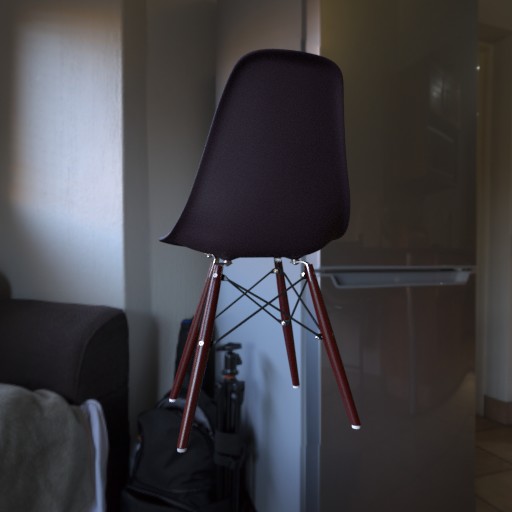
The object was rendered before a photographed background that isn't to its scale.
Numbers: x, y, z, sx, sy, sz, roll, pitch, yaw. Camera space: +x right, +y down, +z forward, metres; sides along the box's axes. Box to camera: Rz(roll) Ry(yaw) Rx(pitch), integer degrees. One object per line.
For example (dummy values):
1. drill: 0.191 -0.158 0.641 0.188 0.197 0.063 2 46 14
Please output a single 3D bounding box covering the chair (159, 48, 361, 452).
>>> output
1. chair: 0.000 0.000 1.140 0.470 0.826 0.533 0 1 -19
